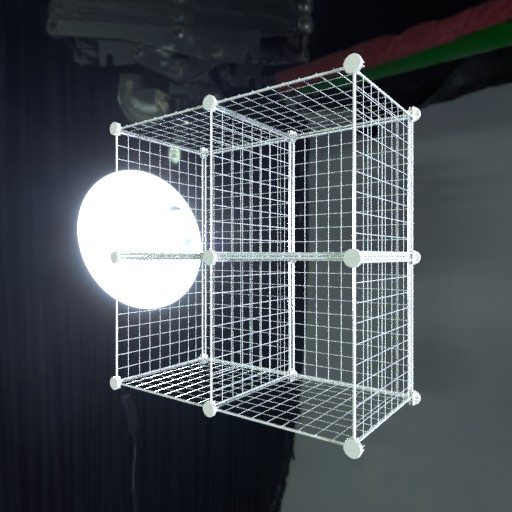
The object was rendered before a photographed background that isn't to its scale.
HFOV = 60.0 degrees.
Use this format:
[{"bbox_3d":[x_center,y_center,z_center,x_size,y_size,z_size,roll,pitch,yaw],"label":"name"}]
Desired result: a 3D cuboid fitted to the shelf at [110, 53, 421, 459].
[{"bbox_3d":[0.000,0.000,1.122,0.711,0.711,0.356,0,0,36],"label":"shelf"}]
